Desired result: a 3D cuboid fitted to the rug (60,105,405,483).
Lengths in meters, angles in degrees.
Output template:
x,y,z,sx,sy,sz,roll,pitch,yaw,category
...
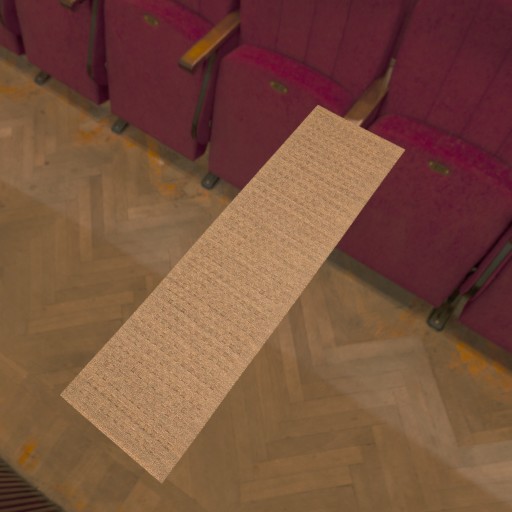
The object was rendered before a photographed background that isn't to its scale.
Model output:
x,y,z,sx,sy,sz,roll,pitch,yaw,category
0.000,0.000,2.594,0.688,0.005,2.437,33,68,15,rug
